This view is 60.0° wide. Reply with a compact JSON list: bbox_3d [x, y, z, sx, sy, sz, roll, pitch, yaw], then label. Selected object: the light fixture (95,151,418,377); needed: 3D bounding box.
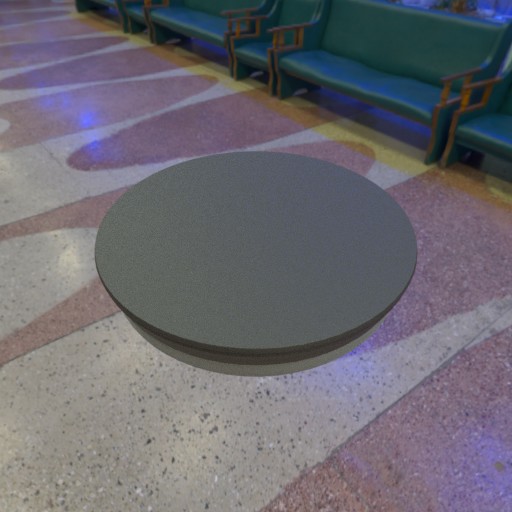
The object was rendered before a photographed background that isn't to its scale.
[{"bbox_3d":[0.000,0.000,0.554,0.368,0.100,0.368,0,40,0],"label":"light fixture"}]
